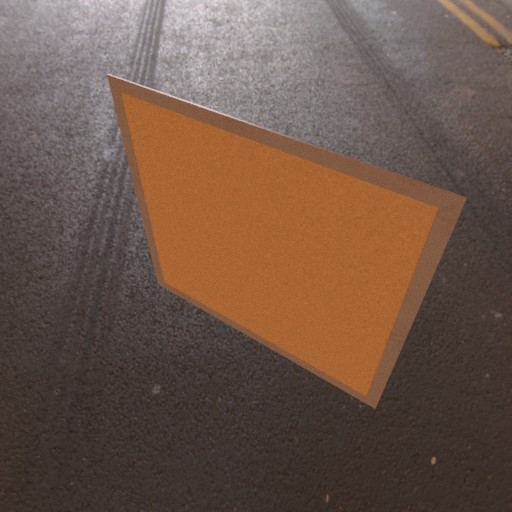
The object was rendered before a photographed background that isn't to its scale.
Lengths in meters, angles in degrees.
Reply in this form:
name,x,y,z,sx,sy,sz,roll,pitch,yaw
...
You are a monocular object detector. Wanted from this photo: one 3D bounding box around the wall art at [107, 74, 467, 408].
name,x,y,z,sx,sy,sz,roll,pitch,yaw
wall art,0.000,0.000,1.626,1.168,1.067,0.025,26,51,23
